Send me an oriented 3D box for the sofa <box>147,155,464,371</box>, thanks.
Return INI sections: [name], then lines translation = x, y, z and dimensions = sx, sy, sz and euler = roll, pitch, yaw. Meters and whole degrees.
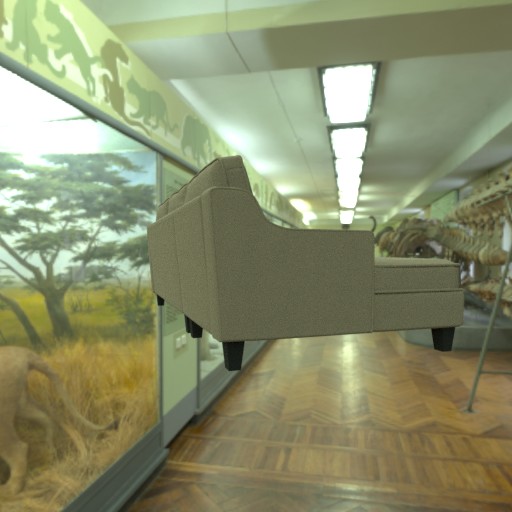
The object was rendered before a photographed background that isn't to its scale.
[sofa]
translation = 0.000, 0.000, 3.151
dimensions = 1.294, 0.928, 2.561
euler = 0, 0, -19
